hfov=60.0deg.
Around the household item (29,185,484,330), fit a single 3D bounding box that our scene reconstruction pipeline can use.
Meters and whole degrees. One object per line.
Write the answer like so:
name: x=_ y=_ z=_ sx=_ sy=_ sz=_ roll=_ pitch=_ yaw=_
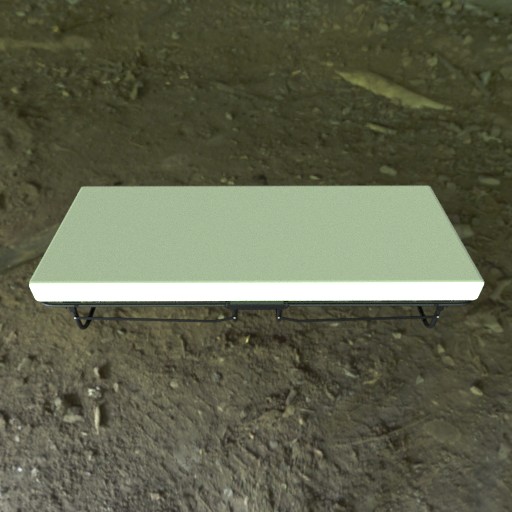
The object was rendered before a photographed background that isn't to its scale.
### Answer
household item: x=0.000 y=0.000 z=2.186 sx=1.905 sy=0.356 sz=0.787 roll=0 pitch=41 yaw=0
